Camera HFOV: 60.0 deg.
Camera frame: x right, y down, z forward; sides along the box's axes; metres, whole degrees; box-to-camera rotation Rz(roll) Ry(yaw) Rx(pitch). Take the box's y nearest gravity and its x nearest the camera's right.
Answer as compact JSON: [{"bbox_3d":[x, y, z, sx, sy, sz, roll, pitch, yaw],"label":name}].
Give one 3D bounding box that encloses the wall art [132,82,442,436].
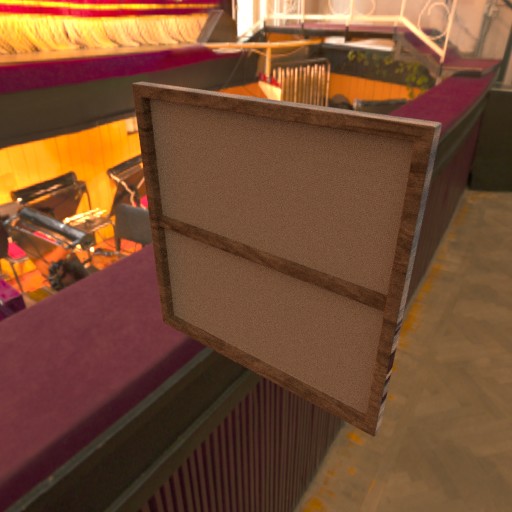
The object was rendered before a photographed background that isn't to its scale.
[{"bbox_3d":[0.000,0.000,1.100,0.747,0.747,0.035,20,35,31],"label":"wall art"}]
